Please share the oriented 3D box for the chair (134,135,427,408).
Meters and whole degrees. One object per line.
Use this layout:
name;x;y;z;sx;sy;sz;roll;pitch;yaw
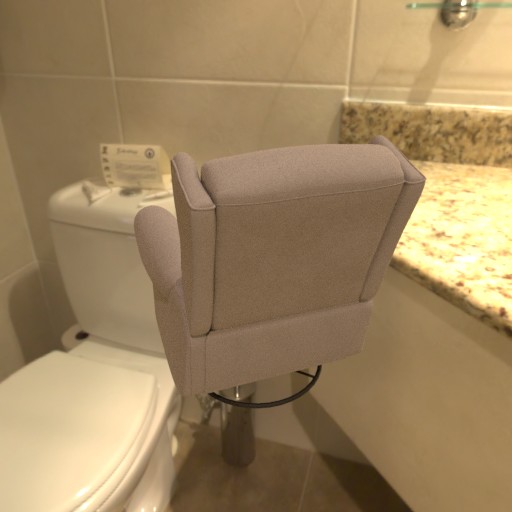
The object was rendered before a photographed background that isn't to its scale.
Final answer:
chair;0.000;0.000;1.711;0.847;1.011;0.969;-9;29;-17
